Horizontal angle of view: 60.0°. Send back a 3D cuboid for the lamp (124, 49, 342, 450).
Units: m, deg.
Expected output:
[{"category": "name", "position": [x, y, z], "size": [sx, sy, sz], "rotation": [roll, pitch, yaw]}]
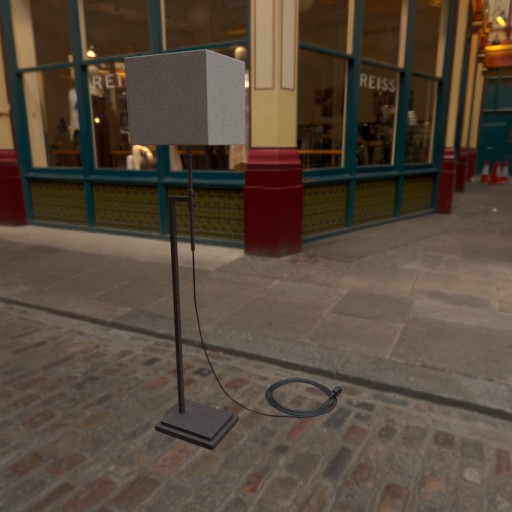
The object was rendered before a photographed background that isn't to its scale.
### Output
[{"category": "lamp", "position": [0.000, 0.000, 2.011], "size": [0.698, 1.600, 0.774], "rotation": [7, 16, 25]}]
